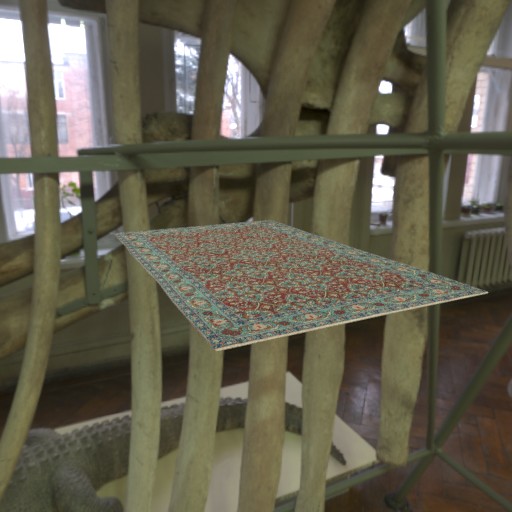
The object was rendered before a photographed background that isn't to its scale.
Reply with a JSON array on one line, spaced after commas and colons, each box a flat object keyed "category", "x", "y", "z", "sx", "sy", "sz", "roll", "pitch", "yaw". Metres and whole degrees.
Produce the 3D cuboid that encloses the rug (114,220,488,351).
[{"category": "rug", "x": 0.000, "y": 0.000, "z": 3.057, "sx": 1.533, "sy": 0.011, "sz": 2.439, "roll": -7, "pitch": 16, "yaw": -25}]
